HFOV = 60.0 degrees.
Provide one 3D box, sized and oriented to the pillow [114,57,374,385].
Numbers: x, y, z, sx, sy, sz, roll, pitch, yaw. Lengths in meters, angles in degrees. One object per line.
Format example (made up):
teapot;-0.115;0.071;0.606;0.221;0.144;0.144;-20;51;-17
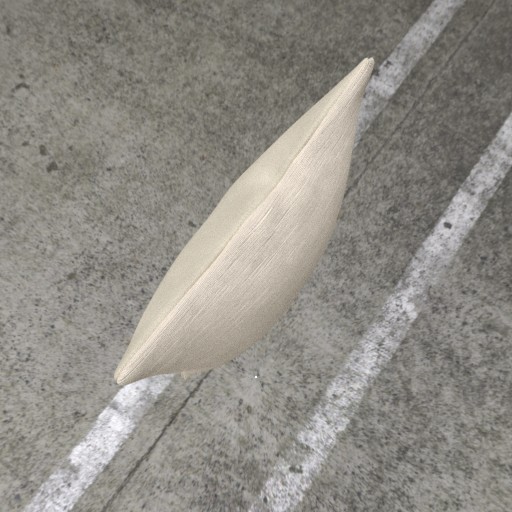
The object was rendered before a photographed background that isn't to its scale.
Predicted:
pillow;0.000;0.000;0.648;0.162;0.420;0.437;35;78;9
